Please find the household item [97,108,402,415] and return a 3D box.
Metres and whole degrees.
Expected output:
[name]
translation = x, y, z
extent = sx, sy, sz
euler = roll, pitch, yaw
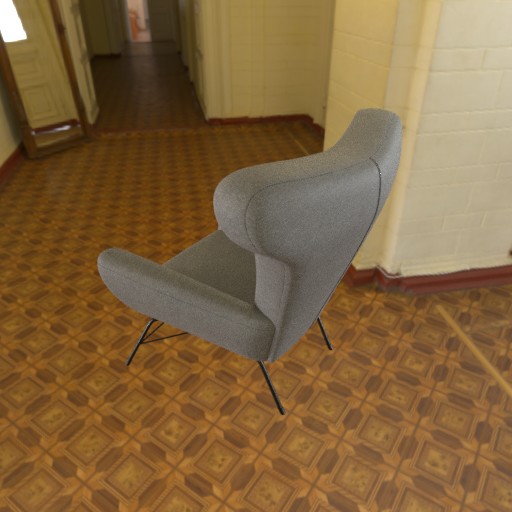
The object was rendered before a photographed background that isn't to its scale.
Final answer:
[household item]
translation = 0.000, 0.000, 1.755
extent = 0.900, 1.050, 0.980
euler = 19, 37, 28
